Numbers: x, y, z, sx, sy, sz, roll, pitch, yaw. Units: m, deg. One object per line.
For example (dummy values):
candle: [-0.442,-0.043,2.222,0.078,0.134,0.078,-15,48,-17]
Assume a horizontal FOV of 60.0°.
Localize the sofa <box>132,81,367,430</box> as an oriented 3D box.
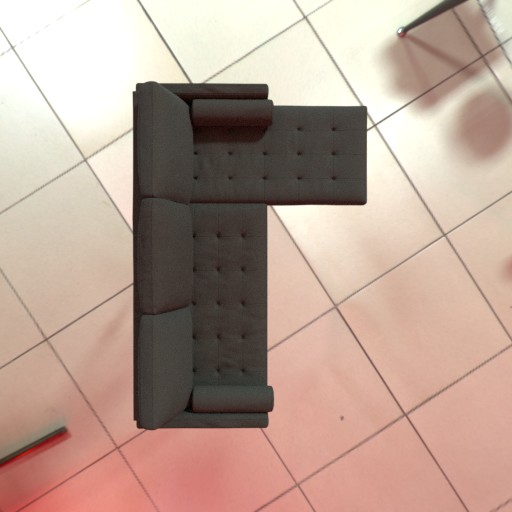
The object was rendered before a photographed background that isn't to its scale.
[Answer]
sofa: [0.000,0.000,2.943,1.506,0.876,2.178,0,90,-1]
